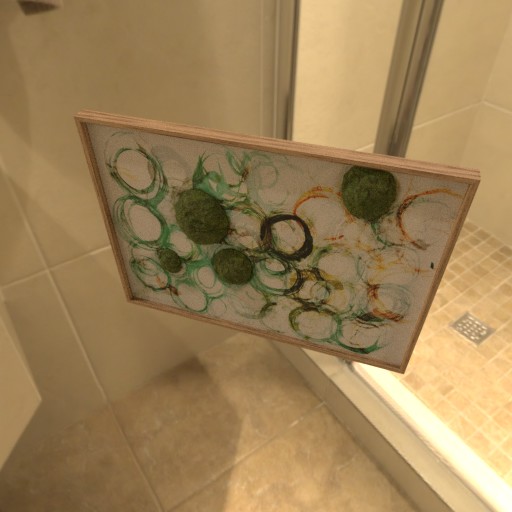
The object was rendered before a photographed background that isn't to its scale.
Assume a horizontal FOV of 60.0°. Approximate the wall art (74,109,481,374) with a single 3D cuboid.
[{"bbox_3d":[0.000,0.000,1.090,0.841,0.609,0.063,12,43,13],"label":"wall art"}]
